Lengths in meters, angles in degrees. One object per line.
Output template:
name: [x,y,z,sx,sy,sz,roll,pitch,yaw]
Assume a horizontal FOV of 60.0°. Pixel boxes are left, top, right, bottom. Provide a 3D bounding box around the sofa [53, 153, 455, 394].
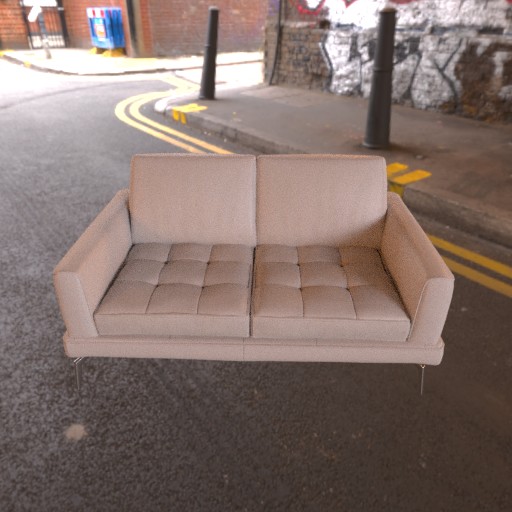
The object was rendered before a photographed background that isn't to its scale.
sofa: [0.000,0.000,2.434,1.819,0.930,1.121,1,29,2]
